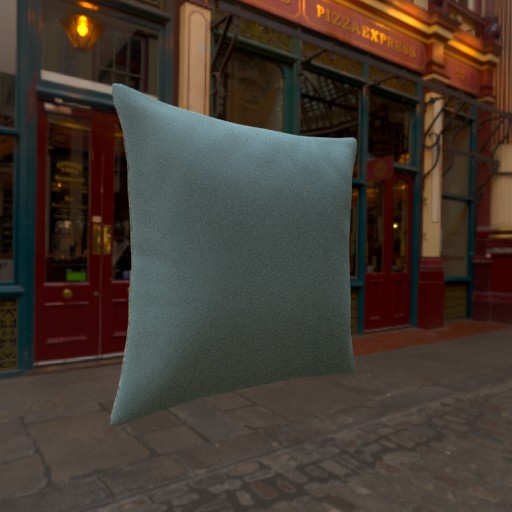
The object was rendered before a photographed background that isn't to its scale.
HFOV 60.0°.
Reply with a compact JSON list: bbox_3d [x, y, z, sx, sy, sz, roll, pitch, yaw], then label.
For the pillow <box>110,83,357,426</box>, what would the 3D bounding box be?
[{"bbox_3d":[0.000,0.000,0.806,0.526,0.507,0.166,0,0,-36],"label":"pillow"}]
